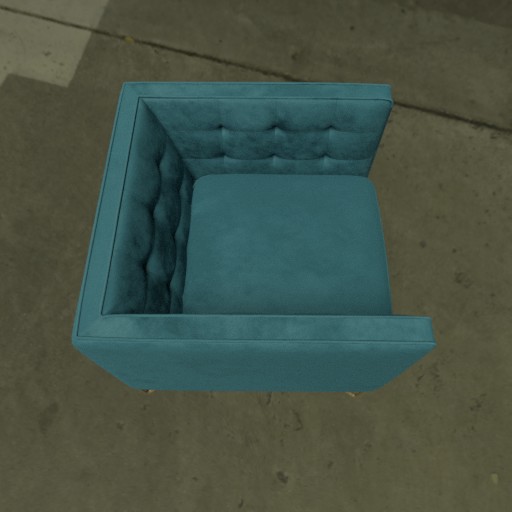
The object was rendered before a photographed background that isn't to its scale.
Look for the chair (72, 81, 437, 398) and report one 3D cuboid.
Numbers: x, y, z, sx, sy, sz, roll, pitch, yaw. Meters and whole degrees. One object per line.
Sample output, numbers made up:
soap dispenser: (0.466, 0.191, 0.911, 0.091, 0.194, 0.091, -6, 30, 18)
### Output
chair: (0.000, 0.000, 1.564, 0.894, 0.790, 0.880, 0, 63, 0)
